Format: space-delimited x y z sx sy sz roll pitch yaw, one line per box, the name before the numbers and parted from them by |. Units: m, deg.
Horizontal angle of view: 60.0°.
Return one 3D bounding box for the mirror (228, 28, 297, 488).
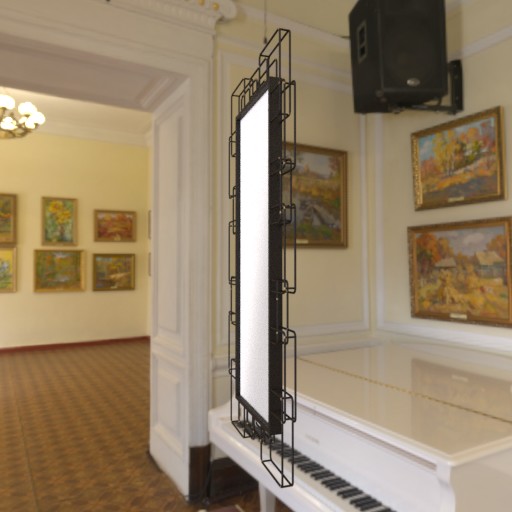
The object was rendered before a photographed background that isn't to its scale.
mirror | 0.000 0.000 1.385 0.037 1.192 0.565 0 -1 -18
